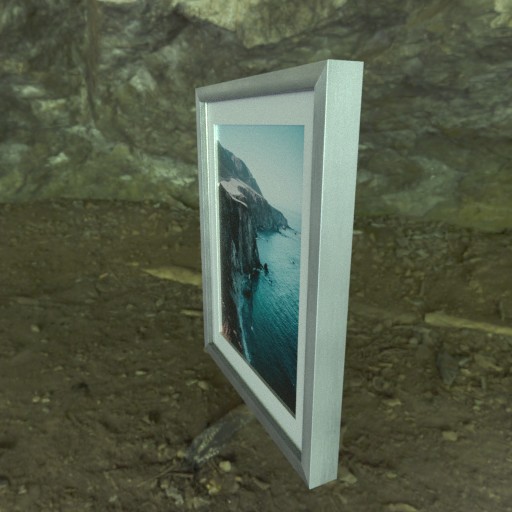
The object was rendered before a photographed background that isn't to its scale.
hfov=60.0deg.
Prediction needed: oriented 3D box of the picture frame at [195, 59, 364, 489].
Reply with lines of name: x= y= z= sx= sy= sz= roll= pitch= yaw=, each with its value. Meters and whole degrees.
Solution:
picture frame: x=0.000 y=0.000 z=0.745 sx=0.046 sy=0.555 sz=0.449 roll=-8 pitch=18 yaw=-24
